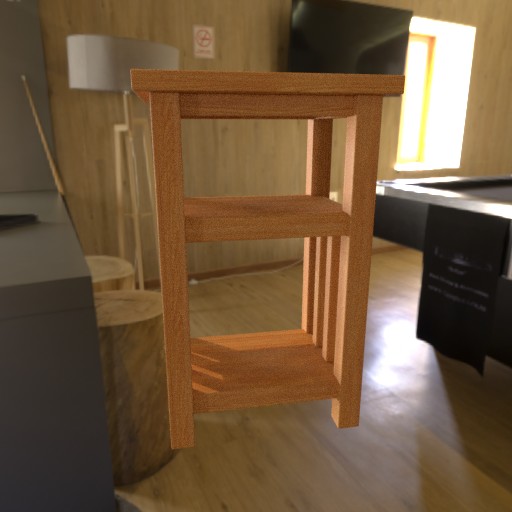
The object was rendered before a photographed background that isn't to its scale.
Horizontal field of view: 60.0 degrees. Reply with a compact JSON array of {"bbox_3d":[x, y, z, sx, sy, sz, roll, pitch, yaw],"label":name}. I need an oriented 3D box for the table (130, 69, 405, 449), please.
[{"bbox_3d":[0.000,0.000,0.753,0.350,0.550,0.270,-3,16,-10],"label":"table"}]
